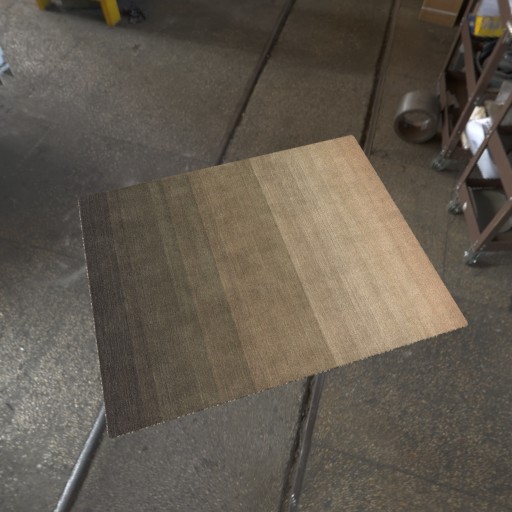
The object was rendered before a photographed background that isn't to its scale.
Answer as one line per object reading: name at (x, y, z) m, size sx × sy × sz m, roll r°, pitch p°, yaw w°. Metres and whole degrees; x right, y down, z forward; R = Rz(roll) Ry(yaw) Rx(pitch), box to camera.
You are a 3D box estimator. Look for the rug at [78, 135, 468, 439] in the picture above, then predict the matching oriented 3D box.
rug at (0.000, 0.000, 3.941) m, size 2.902 × 0.017 × 2.306 m, roll -15°, pitch 59°, yaw -9°
